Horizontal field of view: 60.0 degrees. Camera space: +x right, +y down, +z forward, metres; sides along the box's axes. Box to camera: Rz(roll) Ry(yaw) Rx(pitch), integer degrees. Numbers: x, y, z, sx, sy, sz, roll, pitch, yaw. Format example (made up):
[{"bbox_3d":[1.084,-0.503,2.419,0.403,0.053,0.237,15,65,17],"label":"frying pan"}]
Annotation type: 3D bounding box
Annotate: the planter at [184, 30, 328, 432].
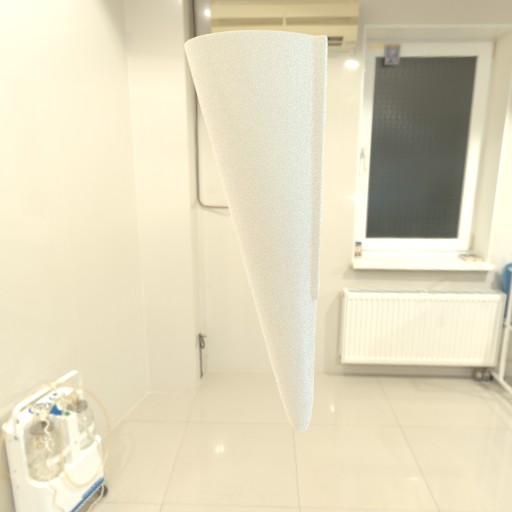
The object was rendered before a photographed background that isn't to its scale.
[{"bbox_3d":[0.000,0.000,0.221,0.064,0.193,0.057,2,14,9],"label":"planter"}]
